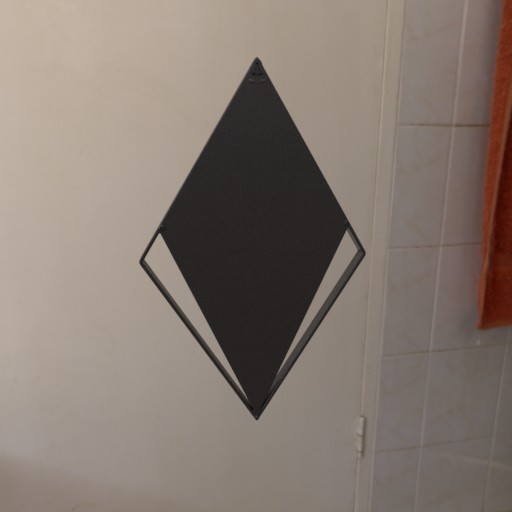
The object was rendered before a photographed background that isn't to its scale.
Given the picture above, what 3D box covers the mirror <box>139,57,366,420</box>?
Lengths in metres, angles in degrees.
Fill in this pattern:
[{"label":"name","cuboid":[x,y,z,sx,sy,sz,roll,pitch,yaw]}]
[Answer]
[{"label":"mirror","cuboid":[0.000,0.000,0.821,0.419,0.679,0.032,-2,14,-9]}]
